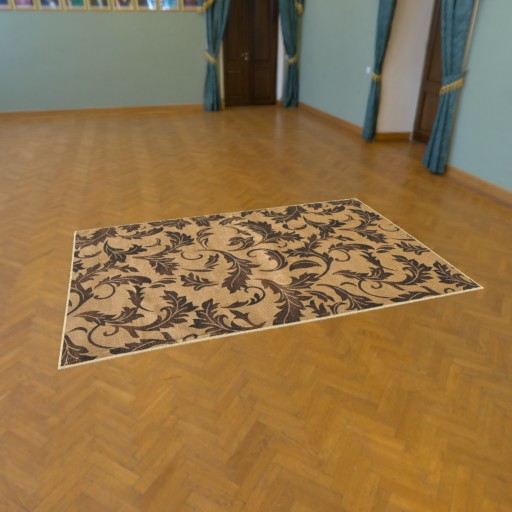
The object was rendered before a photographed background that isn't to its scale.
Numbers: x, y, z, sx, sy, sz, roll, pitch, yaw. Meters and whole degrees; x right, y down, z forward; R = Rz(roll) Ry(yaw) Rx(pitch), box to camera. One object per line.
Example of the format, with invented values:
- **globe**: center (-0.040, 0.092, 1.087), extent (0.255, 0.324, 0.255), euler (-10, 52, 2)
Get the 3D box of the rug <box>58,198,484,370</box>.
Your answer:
- **rug**: center (0.000, 0.000, 2.876), extent (2.284, 0.008, 1.522), euler (-8, 29, -15)
